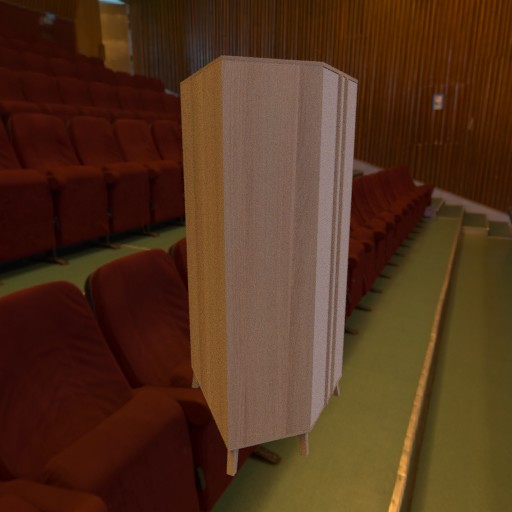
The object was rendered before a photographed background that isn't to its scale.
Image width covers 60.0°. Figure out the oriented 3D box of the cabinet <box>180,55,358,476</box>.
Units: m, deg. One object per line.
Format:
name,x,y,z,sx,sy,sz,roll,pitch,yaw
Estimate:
cabinet,0.000,0.000,2.605,0.969,1.957,1.272,7,16,25
